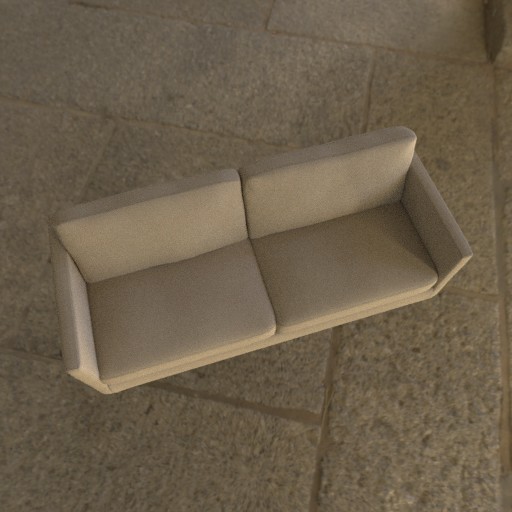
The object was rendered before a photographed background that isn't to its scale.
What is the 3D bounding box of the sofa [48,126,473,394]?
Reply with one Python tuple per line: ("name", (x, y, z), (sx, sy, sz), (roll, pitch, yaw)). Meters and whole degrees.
("sofa", (0.000, 0.000, 2.633), (2.181, 0.932, 0.948), (-15, 65, -7))
